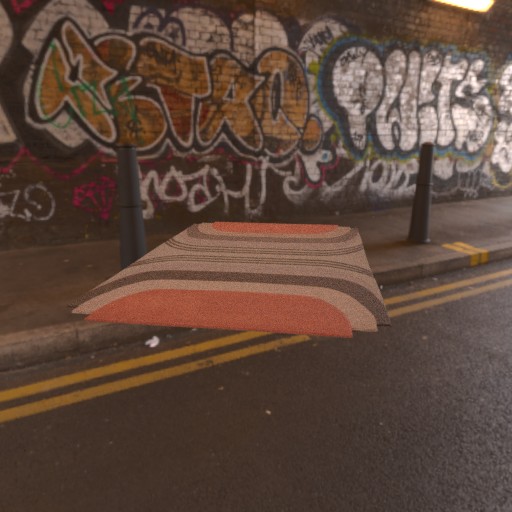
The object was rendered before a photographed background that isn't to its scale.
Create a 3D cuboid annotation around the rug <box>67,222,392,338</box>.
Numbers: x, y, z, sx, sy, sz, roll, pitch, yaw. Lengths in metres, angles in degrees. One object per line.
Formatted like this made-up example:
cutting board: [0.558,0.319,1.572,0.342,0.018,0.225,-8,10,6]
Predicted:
rug: [0.000,0.000,3.070,1.530,0.017,2.446,2,15,8]
